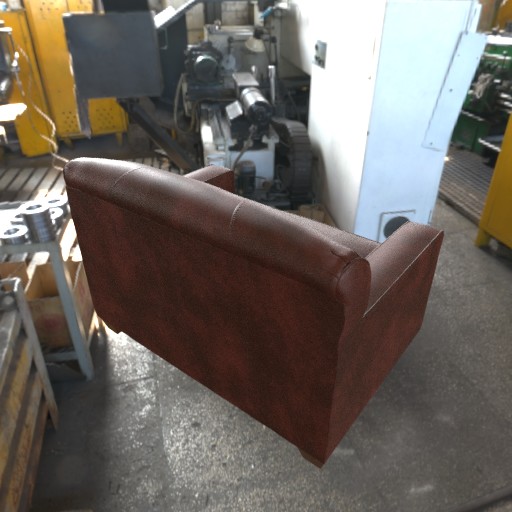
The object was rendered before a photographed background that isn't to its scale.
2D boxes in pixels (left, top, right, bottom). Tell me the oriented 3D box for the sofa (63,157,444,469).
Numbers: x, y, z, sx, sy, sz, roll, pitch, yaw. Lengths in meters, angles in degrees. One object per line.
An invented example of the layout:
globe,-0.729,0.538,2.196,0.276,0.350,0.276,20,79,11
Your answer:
sofa,0.000,0.000,2.057,1.413,0.956,1.000,22,37,32
